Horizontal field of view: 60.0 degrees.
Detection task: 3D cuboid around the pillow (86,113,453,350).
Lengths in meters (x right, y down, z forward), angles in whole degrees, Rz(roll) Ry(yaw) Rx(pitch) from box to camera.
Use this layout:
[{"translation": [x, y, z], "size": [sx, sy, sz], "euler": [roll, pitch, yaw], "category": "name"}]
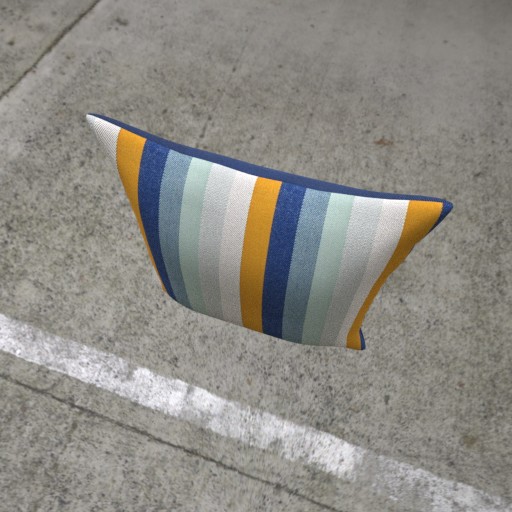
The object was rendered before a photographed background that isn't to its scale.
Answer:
[{"translation": [0.000, 0.000, 0.722], "size": [0.463, 0.454, 0.173], "euler": [16, 59, 10], "category": "pillow"}]
